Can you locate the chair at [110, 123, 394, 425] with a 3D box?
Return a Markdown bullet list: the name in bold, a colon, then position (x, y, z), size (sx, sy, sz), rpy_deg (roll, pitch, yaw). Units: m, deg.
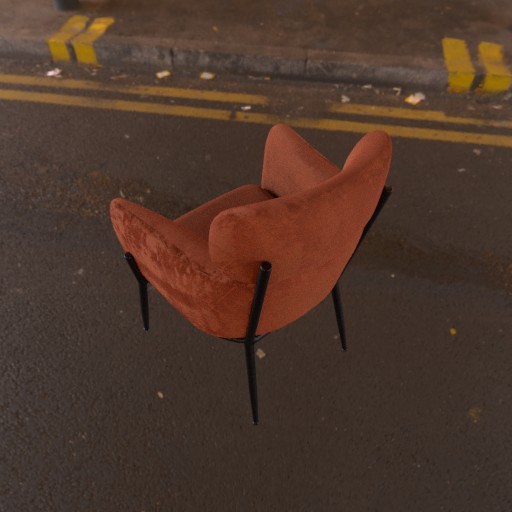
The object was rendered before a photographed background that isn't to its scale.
- **chair**: position (0.000, 0.000, 1.158), size (0.561, 0.772, 0.523), rpy_deg (-32, 55, -26)
